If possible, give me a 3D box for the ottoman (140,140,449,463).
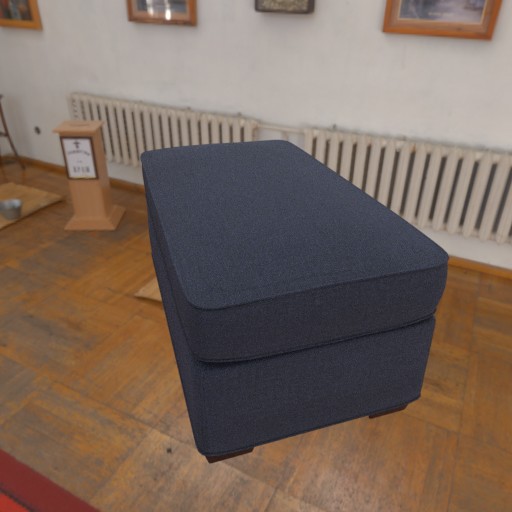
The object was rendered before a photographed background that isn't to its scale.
[{"bbox_3d":[0.000,0.000,1.185,0.505,0.453,0.895,-9,31,-15],"label":"ottoman"}]
